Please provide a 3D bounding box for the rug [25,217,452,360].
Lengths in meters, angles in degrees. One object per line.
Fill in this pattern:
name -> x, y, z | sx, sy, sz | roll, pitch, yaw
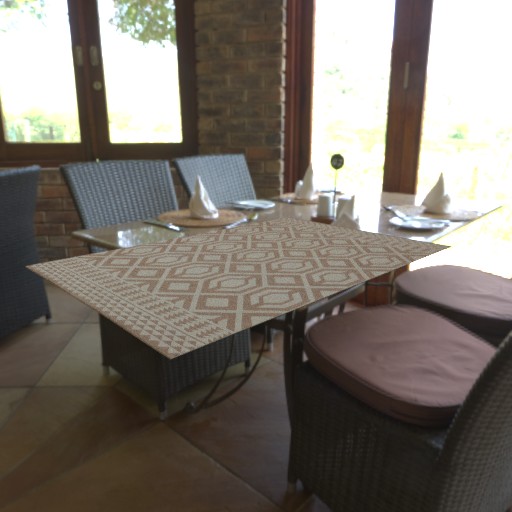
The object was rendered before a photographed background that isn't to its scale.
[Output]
rug -> 0.000, 0.000, 2.264 | 1.829, 0.008, 1.219 | -14, 21, -42
